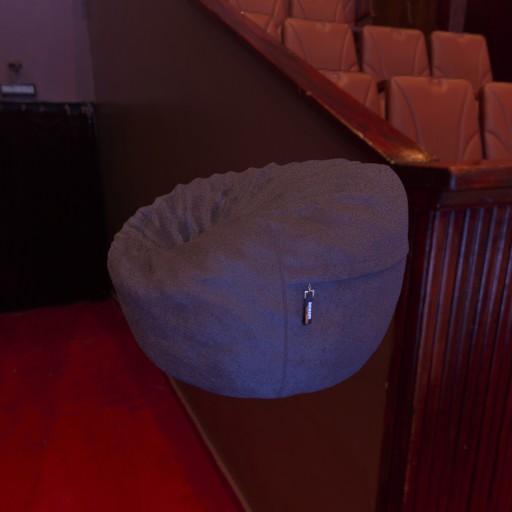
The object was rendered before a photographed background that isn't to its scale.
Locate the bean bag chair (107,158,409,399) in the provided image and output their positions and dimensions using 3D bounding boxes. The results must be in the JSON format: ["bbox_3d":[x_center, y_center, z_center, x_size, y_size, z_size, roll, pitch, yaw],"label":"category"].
[{"bbox_3d":[0.000,0.000,1.976,1.245,0.821,1.245,0,16,0],"label":"bean bag chair"}]
